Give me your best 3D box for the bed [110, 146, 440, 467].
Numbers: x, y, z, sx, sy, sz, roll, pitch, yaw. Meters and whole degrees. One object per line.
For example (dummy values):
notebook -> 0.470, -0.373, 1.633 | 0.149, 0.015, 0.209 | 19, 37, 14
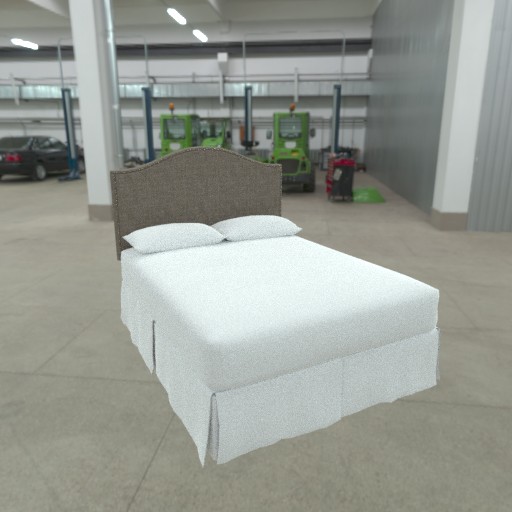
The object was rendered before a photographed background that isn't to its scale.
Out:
bed -> 0.000, 0.000, 3.274 | 1.713, 1.518, 2.153 | -8, 18, -27
